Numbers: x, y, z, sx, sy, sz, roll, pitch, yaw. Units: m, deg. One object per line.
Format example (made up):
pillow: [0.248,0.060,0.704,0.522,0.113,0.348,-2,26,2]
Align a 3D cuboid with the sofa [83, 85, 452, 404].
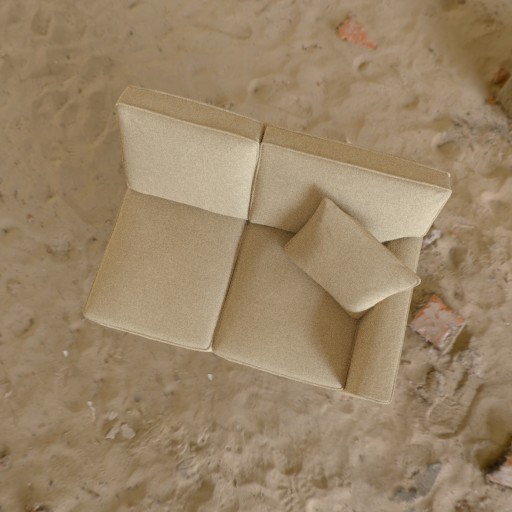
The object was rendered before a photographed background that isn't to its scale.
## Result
sofa: [0.000,0.000,2.059,1.388,0.989,0.991,16,76,4]
